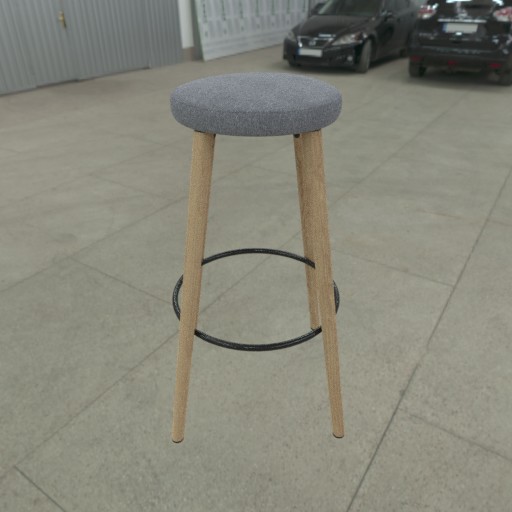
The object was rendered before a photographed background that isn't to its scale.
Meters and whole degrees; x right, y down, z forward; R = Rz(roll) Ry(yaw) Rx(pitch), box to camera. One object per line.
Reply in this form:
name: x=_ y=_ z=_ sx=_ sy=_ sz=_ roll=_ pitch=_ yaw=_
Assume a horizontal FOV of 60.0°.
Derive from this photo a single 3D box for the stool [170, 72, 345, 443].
stool: x=0.000 y=0.000 z=1.015 sx=0.410 sy=0.770 sz=0.410 roll=-1 pitch=32 yaw=-2
